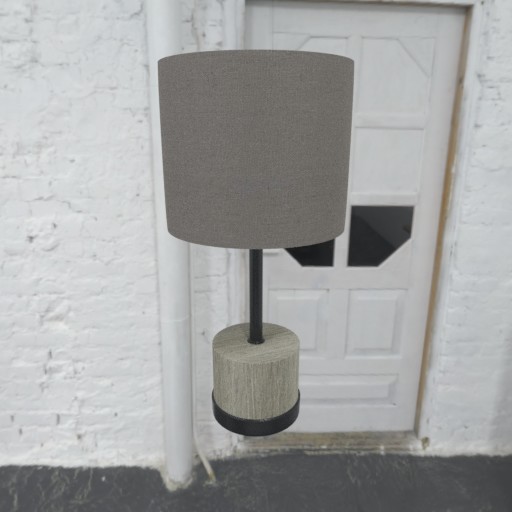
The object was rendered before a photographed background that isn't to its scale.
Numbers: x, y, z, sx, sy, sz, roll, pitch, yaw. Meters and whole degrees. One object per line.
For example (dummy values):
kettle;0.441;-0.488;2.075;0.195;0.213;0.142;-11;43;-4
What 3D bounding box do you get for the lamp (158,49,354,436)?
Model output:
lamp;0.000;0.000;0.589;0.229;0.470;0.229;-8;18;-24
